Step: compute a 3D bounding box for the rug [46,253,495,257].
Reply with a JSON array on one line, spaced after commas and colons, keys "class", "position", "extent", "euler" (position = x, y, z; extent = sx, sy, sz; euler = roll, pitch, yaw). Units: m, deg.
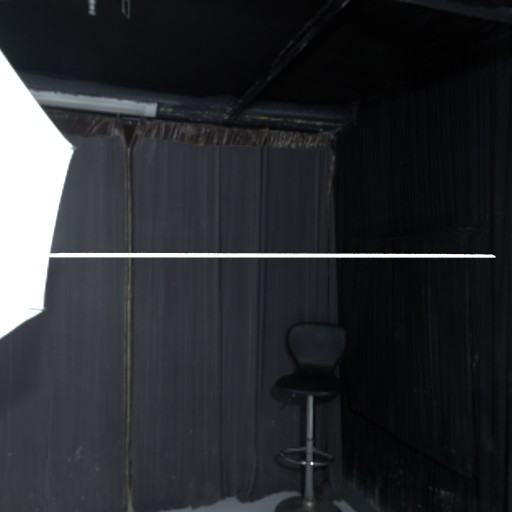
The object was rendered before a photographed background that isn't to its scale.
[{"class": "rug", "position": [0.000, 0.000, 3.636], "extent": [2.901, 0.026, 2.043], "euler": [0, 0, -19]}]
